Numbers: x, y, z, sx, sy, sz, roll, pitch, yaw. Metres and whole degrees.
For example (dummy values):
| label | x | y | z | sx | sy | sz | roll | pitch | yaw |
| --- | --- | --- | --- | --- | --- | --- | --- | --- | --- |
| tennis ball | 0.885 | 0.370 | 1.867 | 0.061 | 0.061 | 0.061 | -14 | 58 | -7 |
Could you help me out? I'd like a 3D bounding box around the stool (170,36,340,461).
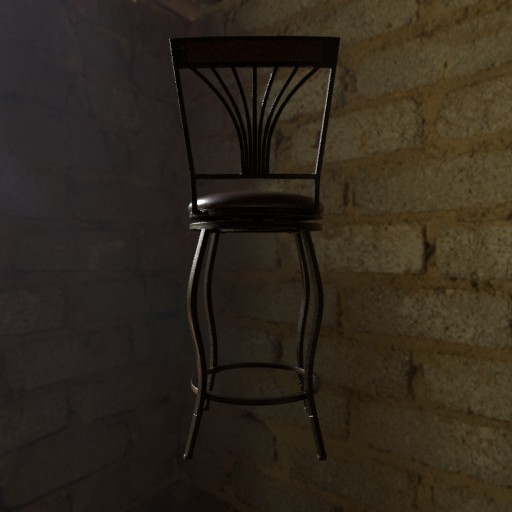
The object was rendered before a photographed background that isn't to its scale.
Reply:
| label | x | y | z | sx | sy | sz | roll | pitch | yaw |
| --- | --- | --- | --- | --- | --- | --- | --- | --- | --- |
| stool | 0.000 | 0.000 | 1.358 | 0.433 | 1.117 | 0.514 | 0 | 1 | 1 |
